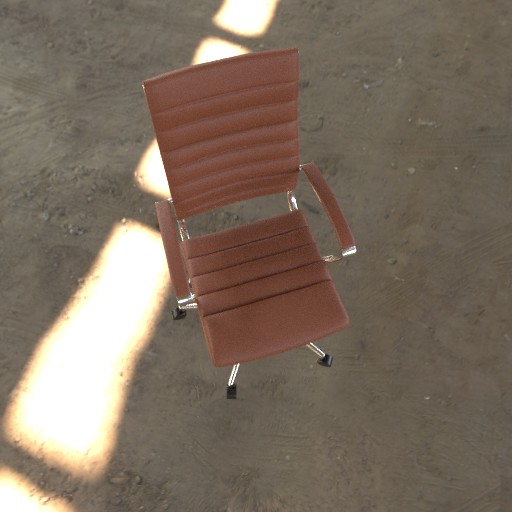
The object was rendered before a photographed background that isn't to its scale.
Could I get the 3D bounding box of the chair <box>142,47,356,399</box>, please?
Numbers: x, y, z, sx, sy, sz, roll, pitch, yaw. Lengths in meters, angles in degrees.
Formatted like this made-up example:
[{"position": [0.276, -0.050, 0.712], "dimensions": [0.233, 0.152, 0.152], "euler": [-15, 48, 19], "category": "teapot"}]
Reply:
[{"position": [0.000, 0.000, 1.580], "dimensions": [0.766, 1.149, 0.739], "euler": [-16, 65, -7], "category": "chair"}]
